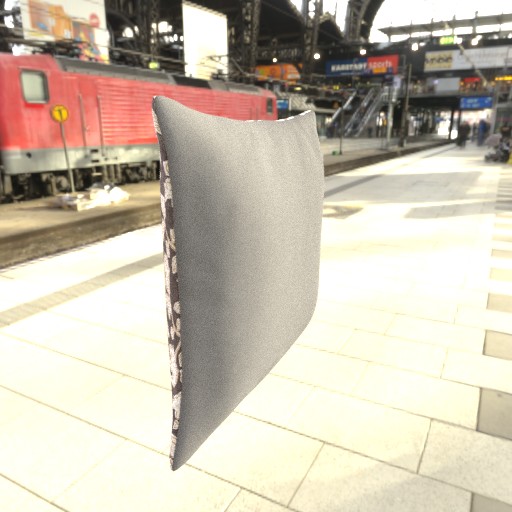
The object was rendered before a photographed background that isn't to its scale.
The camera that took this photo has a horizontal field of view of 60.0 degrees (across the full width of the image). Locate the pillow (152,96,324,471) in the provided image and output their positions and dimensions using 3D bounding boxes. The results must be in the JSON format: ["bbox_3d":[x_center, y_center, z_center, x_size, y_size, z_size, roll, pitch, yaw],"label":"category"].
[{"bbox_3d":[0.000,0.000,0.785,0.166,0.507,0.526,8,18,25],"label":"pillow"}]
